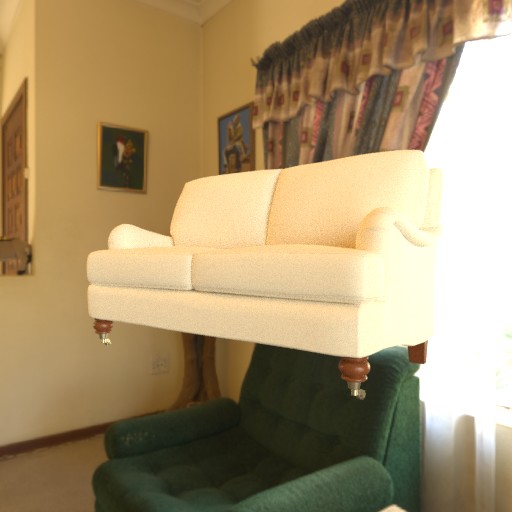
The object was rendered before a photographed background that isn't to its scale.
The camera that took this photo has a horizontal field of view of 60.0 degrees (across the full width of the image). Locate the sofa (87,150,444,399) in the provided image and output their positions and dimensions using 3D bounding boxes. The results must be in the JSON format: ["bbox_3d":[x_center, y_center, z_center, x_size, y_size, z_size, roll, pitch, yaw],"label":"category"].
[{"bbox_3d":[0.000,0.000,2.539,1.853,1.101,1.084,0,0,37],"label":"sofa"}]
